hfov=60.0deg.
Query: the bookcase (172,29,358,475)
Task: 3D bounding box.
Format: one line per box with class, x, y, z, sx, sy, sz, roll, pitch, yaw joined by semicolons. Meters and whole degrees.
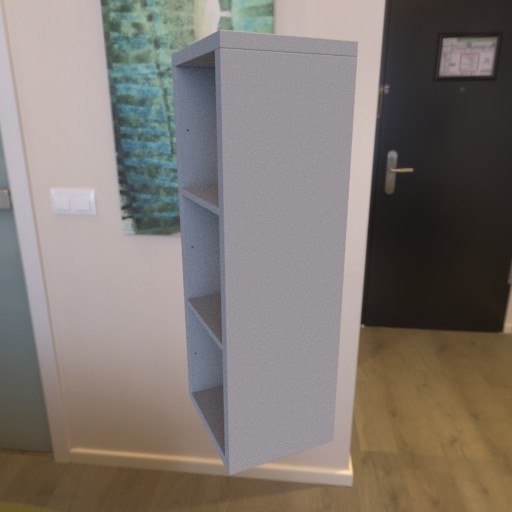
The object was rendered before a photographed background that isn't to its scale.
bookcase;0.000;0.000;1.261;0.330;1.080;0.390;-8;19;-23
